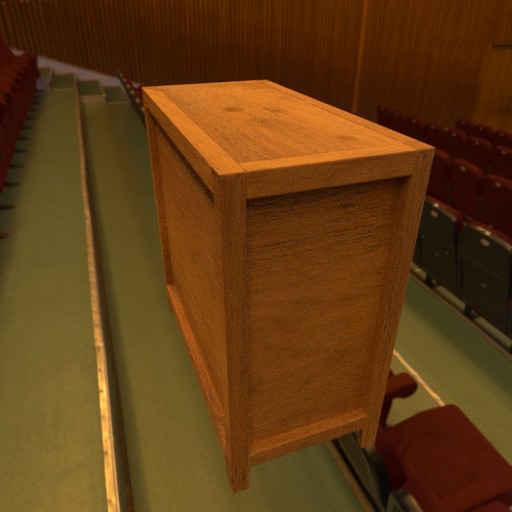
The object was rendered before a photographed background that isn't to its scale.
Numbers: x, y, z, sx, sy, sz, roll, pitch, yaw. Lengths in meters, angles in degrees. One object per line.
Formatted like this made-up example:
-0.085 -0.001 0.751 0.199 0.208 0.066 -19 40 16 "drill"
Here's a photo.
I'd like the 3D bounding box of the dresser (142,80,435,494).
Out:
0.000 0.000 1.251 0.427 0.804 0.804 -11 32 -18 "dresser"
